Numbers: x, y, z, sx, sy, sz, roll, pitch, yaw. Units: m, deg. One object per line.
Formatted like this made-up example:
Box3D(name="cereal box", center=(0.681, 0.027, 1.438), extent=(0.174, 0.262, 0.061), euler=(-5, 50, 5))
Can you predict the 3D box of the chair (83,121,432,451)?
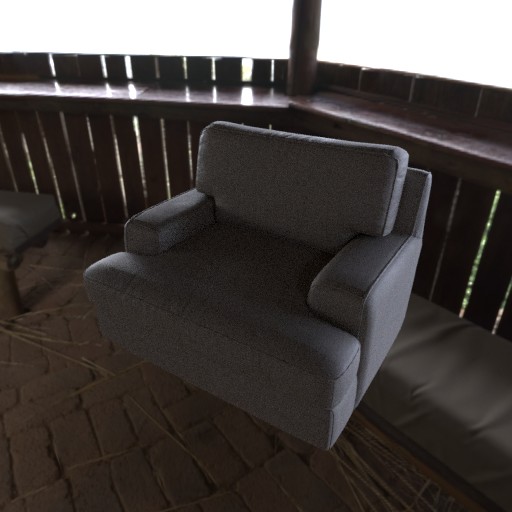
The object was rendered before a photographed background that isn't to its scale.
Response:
Box3D(name="chair", center=(0.000, 0.000, 2.020), extent=(1.270, 0.974, 1.043), euler=(17, 33, 28))
